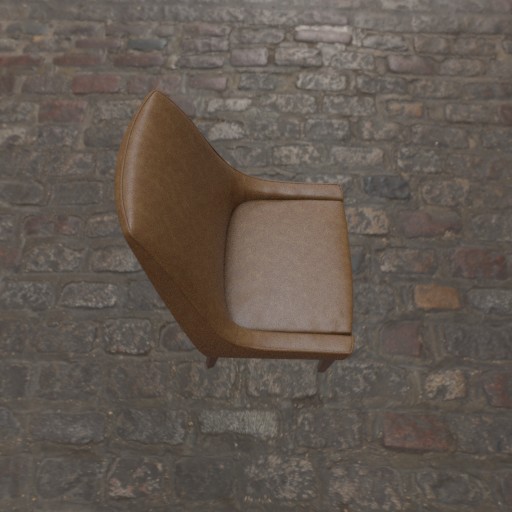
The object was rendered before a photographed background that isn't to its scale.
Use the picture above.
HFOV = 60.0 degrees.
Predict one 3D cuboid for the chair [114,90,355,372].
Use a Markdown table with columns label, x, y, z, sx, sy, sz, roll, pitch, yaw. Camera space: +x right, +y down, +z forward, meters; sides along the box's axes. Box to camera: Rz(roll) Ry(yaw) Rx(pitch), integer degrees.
| label | x | y | z | sx | sy | sz | roll | pitch | yaw |
| --- | --- | --- | --- | --- | --- | --- | --- | --- | --- |
| chair | 0.000 | 0.000 | 1.232 | 0.544 | 0.861 | 0.529 | 1 | 64 | 1 |
